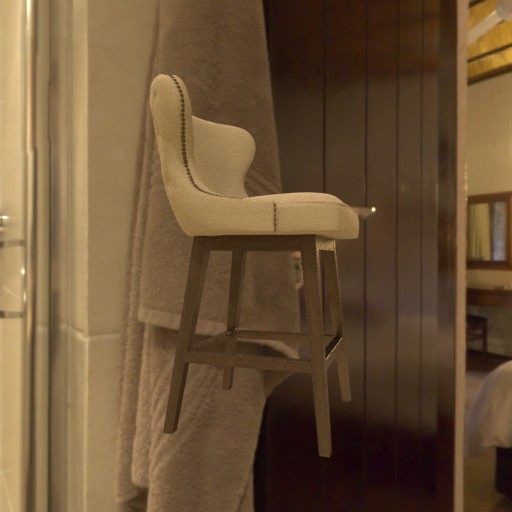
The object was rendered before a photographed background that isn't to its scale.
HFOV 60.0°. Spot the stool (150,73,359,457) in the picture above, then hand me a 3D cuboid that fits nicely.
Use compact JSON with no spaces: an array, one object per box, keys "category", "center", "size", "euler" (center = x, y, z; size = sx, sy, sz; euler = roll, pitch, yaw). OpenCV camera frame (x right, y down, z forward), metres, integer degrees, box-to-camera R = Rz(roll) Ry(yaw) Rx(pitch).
[{"category":"stool","center":[0.000,0.000,1.366],"size":[0.597,0.972,0.615],"euler":[0,0,18]}]
